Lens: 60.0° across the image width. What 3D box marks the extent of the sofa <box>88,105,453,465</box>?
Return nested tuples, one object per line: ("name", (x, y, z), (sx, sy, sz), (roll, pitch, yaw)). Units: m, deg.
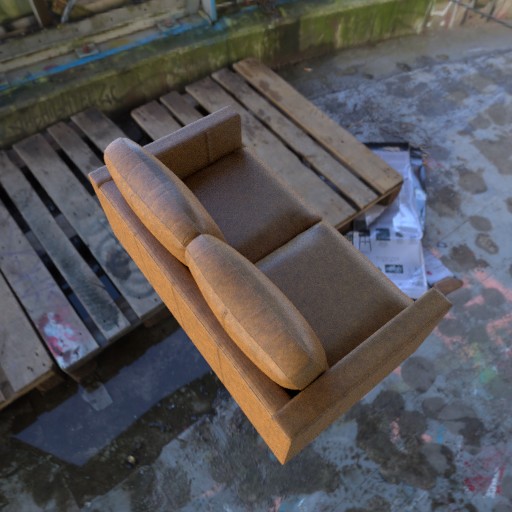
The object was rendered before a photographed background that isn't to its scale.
("sofa", (0.000, 0.000, 2.182), (0.909, 0.951, 1.578), (-33, 63, -19))
